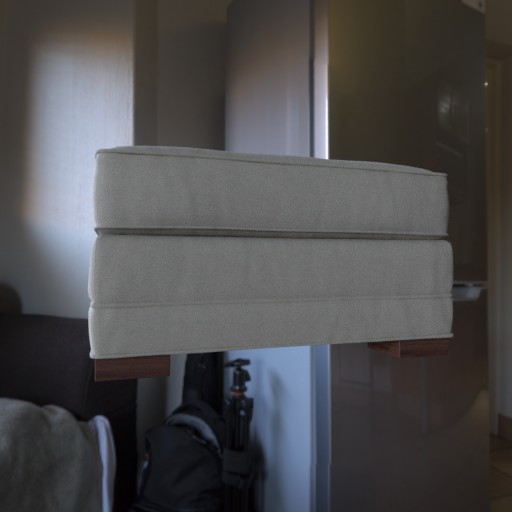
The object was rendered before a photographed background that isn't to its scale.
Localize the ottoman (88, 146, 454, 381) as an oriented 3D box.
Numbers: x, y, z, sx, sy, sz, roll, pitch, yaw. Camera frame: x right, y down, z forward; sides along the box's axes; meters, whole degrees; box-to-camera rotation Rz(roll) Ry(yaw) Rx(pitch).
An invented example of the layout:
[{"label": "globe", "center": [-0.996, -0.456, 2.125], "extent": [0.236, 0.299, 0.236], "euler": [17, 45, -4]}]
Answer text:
[{"label": "ottoman", "center": [0.000, 0.000, 1.225], "extent": [0.848, 0.482, 0.611], "euler": [0, -1, -18]}]
